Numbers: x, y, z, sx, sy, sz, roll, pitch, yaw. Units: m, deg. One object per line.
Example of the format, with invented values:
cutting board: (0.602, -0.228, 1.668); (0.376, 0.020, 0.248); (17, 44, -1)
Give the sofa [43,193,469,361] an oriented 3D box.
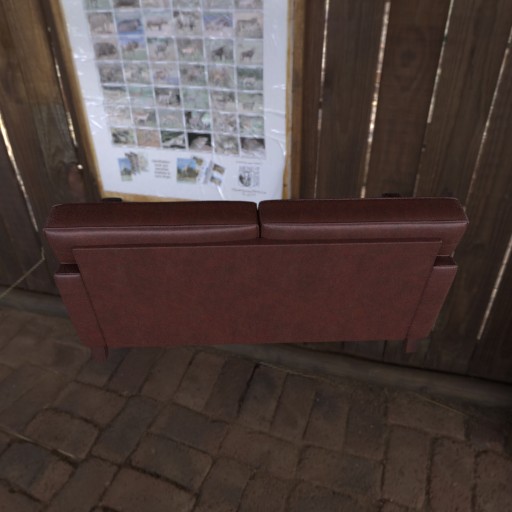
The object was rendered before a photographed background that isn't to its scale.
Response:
sofa: (0.000, 0.000, 2.418); (1.876, 0.928, 0.912); (-1, 31, -2)
